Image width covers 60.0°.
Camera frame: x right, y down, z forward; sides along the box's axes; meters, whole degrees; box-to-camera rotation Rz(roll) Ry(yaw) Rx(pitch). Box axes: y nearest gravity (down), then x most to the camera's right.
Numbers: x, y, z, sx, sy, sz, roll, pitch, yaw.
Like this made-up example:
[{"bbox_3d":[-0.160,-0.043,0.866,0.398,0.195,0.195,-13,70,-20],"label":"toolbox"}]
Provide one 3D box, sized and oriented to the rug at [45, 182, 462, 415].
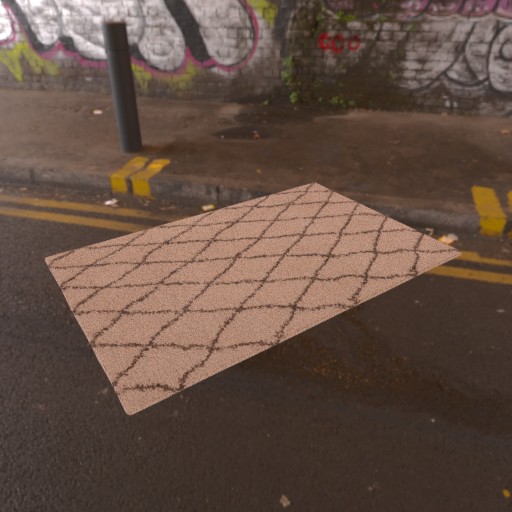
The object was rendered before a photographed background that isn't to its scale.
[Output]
[{"bbox_3d":[0.000,0.000,3.457,2.743,0.030,1.778,-20,36,-29],"label":"rug"}]
